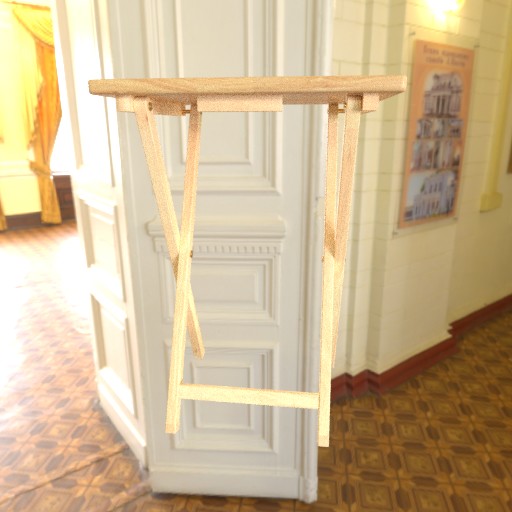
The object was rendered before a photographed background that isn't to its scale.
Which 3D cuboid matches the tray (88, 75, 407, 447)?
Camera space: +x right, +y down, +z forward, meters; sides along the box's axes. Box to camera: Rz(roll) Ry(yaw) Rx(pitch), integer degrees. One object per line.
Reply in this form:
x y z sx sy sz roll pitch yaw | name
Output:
0.000 0.000 0.927 0.483 0.660 0.381 2 16 7 | tray
